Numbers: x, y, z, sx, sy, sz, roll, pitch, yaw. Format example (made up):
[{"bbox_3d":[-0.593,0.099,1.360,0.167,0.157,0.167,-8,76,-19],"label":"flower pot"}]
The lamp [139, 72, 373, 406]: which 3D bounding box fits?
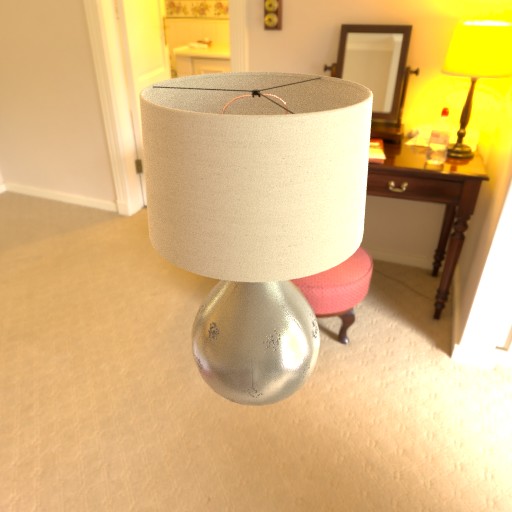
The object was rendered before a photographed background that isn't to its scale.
[{"bbox_3d":[0.000,0.000,0.728,0.330,0.521,0.330,0,31,0],"label":"lamp"}]
